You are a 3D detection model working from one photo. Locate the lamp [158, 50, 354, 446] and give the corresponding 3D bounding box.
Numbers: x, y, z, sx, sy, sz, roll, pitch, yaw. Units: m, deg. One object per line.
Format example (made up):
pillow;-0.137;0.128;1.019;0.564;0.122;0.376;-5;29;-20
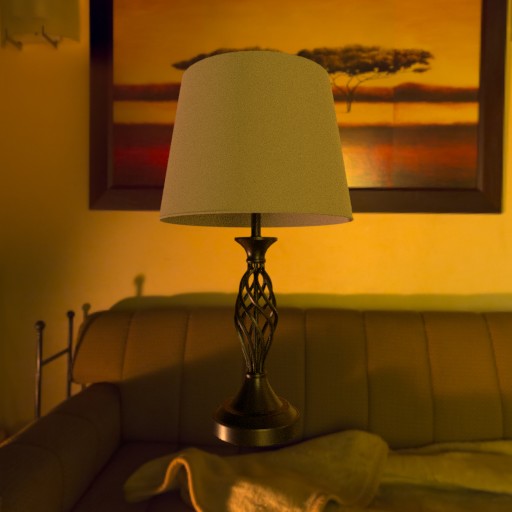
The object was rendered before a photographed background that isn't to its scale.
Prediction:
lamp;0.000;0.000;0.767;0.331;0.594;0.331;0;0;0
